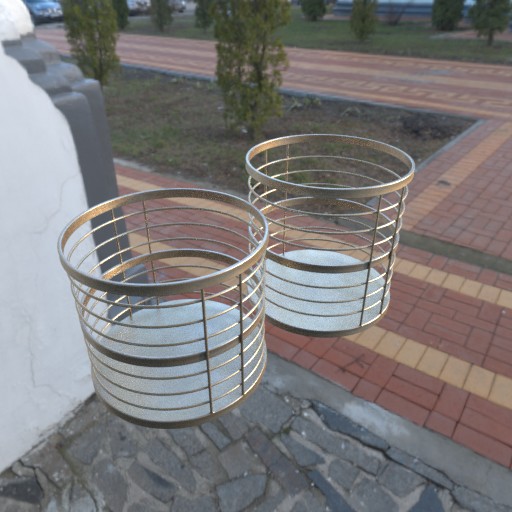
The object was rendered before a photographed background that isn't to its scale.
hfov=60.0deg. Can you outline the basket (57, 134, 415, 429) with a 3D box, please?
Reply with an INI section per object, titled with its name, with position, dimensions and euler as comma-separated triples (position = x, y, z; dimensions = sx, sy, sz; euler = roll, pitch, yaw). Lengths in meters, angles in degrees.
[basket]
position = 0.000, 0.000, 0.938
dimensions = 0.746, 0.351, 0.356
euler = -22, 37, -31
